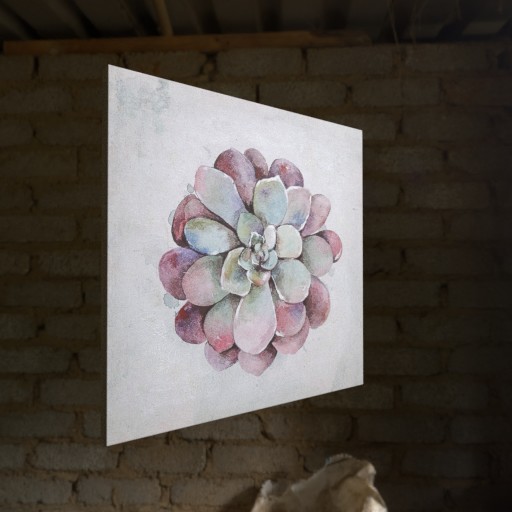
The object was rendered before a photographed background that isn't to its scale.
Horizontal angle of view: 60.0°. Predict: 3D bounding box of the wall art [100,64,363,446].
[{"bbox_3d":[0.000,0.000,1.121,0.762,0.762,0.041,1,-1,-36],"label":"wall art"}]
